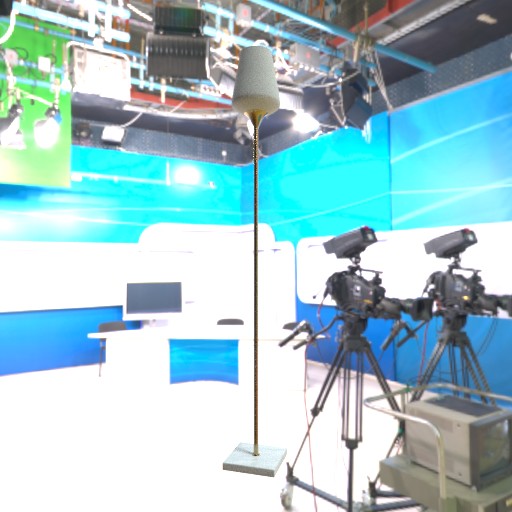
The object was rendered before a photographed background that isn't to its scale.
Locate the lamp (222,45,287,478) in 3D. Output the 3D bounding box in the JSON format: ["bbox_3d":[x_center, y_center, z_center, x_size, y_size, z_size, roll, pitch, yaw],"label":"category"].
[{"bbox_3d":[0.000,0.000,1.964,0.229,1.813,0.232,0,-1,17],"label":"lamp"}]
